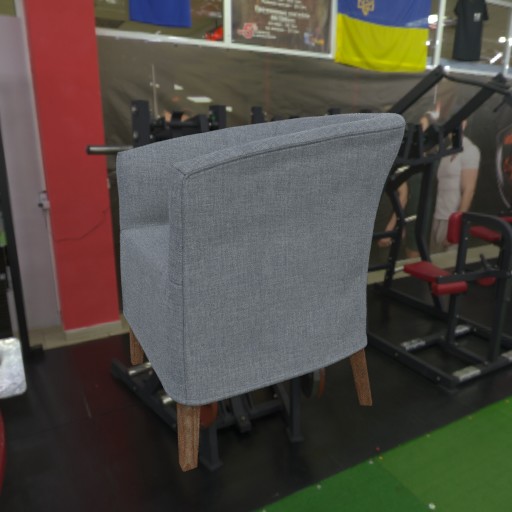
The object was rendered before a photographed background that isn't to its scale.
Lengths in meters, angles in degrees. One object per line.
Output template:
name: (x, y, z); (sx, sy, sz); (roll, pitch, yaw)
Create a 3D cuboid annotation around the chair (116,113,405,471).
chair: (0.000, 0.000, 1.245); (0.668, 0.771, 0.600); (-8, 17, -26)
